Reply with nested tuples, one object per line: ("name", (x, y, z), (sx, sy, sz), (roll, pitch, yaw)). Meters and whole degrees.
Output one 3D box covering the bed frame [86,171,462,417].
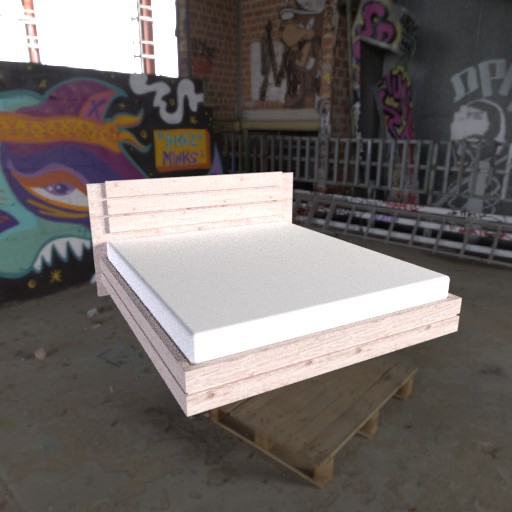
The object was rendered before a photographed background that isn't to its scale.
("bed frame", (0.000, 0.000, 3.239), (1.950, 0.970, 2.080), (-9, 18, -27))
